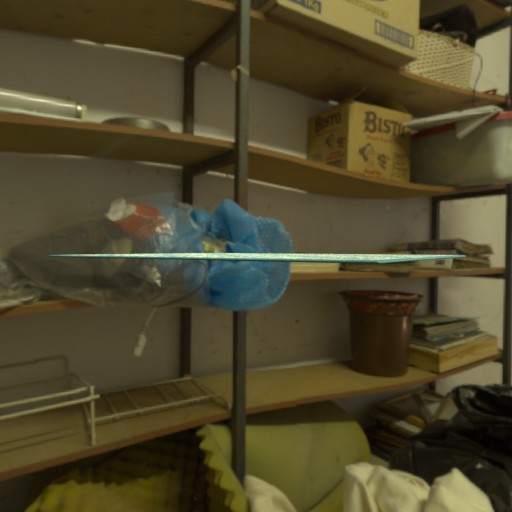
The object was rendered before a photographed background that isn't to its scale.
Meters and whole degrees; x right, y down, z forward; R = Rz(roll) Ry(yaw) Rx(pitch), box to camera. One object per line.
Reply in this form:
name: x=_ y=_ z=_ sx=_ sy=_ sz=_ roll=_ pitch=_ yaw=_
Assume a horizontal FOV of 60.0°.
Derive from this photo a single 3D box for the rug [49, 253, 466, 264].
rug: x=0.000 y=0.000 z=2.859 sx=2.205 sy=0.012 sz=1.554 roll=1 pitch=1 yaw=36
